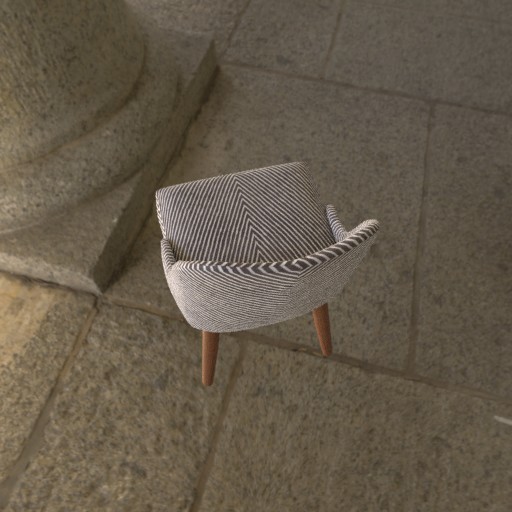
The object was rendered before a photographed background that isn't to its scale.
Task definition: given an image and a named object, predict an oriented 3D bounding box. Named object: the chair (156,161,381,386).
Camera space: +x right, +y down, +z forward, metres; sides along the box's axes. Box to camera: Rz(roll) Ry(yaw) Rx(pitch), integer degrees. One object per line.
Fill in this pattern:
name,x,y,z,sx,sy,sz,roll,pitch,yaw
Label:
chair,0.000,0.000,1.235,0.504,0.883,0.591,-12,60,-7
